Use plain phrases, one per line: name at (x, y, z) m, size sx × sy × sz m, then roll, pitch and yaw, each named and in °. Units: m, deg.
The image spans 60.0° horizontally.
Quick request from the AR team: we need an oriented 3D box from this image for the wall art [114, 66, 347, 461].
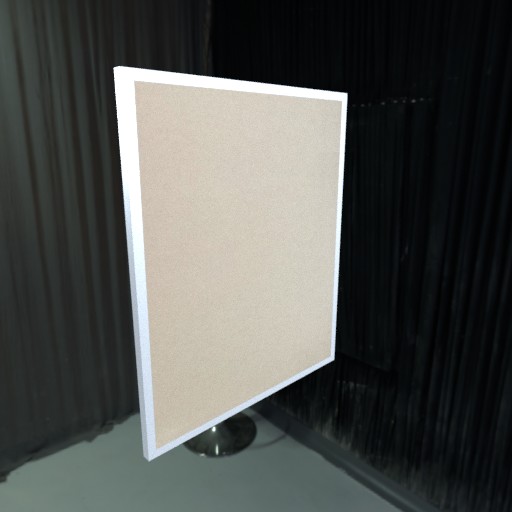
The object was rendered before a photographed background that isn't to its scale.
wall art at (0.000, 0.000, 0.625) m, size 0.382 × 0.456 × 0.013 m, roll -14°, pitch 20°, yaw -42°
